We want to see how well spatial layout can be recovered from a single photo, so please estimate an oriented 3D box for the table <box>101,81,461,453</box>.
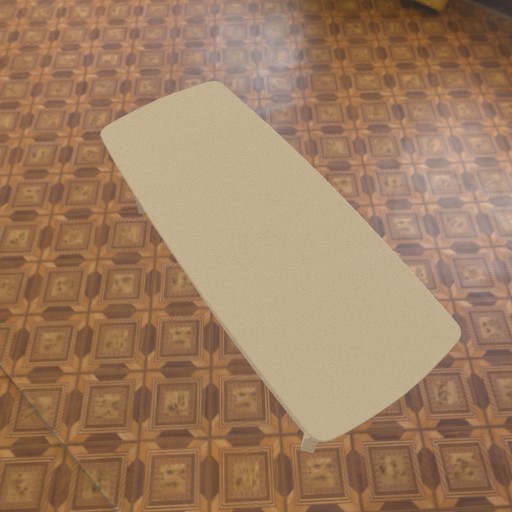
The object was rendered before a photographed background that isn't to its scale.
[{"bbox_3d":[0.000,0.000,1.607,0.561,0.474,1.334,-30,64,-17],"label":"table"}]
